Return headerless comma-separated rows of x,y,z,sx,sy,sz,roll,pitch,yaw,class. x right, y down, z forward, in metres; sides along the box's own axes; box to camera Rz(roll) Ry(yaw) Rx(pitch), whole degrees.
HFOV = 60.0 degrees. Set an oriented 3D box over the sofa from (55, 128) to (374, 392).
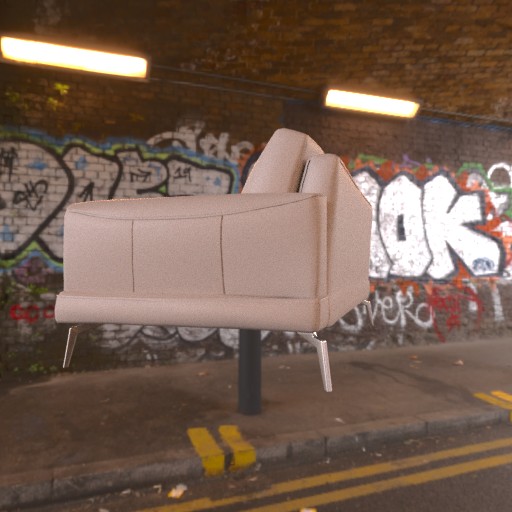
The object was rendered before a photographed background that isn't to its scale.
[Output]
0.000,0.000,2.409,1.121,0.930,1.819,0,-1,19,sofa
